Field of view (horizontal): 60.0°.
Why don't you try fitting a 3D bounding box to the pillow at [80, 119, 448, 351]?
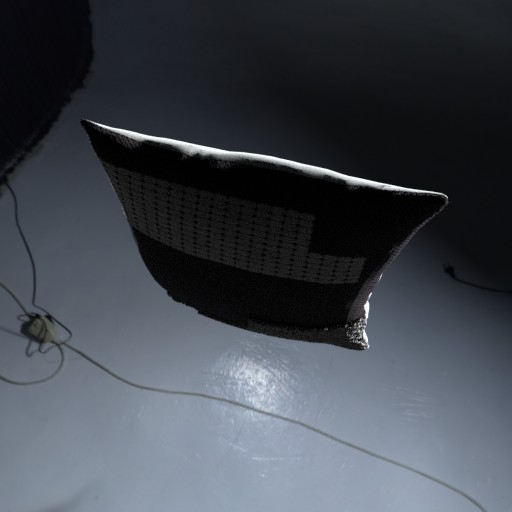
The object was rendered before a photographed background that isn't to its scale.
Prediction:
[{"bbox_3d":[0.000,0.000,0.737,0.475,0.473,0.178,14,59,9],"label":"pillow"}]
